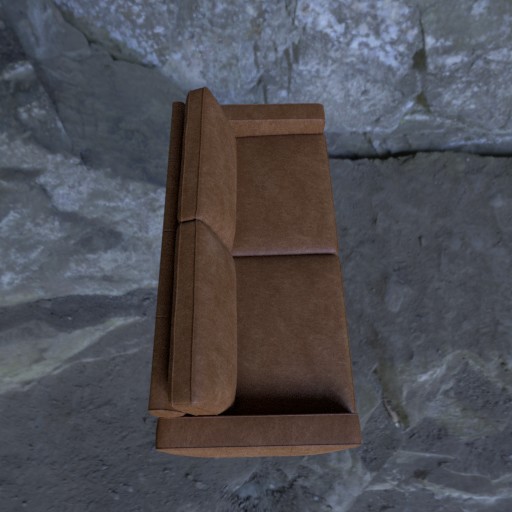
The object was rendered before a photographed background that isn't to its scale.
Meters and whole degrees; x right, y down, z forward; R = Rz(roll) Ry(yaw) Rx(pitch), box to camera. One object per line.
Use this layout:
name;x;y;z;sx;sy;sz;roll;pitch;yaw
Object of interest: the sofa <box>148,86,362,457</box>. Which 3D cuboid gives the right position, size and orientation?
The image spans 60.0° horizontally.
sofa;0.000;0.000;2.620;0.991;0.928;2.156;-1;65;-1
